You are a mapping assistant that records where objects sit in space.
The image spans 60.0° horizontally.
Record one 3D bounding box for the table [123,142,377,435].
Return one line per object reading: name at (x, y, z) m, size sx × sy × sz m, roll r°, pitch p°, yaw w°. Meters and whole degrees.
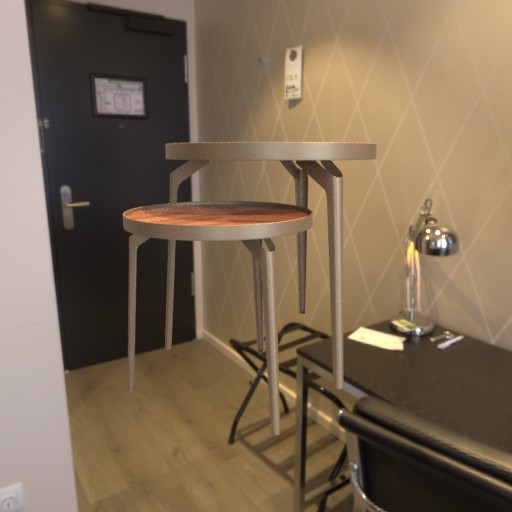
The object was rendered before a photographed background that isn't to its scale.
table at (0.000, 0.000, 1.132) m, size 0.532 × 0.555 × 0.751 m, roll 6°, pitch 15°, yaw 25°
